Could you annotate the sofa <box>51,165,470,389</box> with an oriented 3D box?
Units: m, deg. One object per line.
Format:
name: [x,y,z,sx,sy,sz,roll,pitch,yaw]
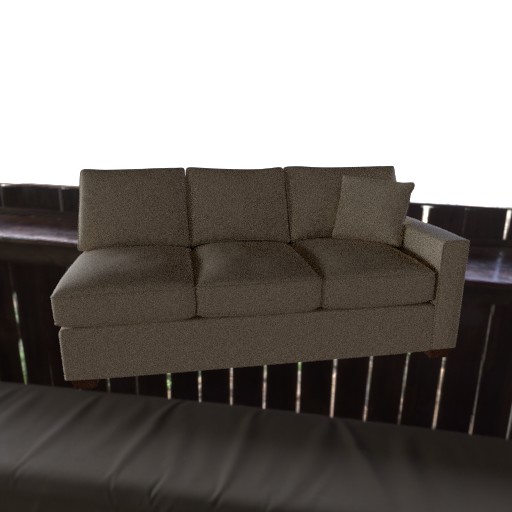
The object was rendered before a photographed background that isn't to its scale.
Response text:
sofa: [0.000,0.000,2.497,1.963,0.946,1.034,-3,16,-9]
